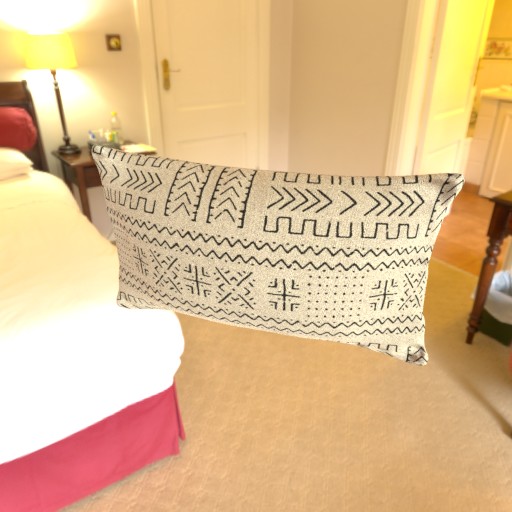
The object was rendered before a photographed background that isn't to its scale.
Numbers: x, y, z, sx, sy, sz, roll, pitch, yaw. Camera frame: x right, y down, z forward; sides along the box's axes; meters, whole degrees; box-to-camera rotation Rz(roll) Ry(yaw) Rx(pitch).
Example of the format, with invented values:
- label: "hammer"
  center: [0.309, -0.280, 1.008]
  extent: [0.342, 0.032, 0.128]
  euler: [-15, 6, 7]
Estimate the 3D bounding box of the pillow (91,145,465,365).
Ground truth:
- label: "pillow"
  center: [0.000, 0.000, 0.792]
  extent: [0.637, 0.352, 0.188]
  euler: [8, 28, 16]
